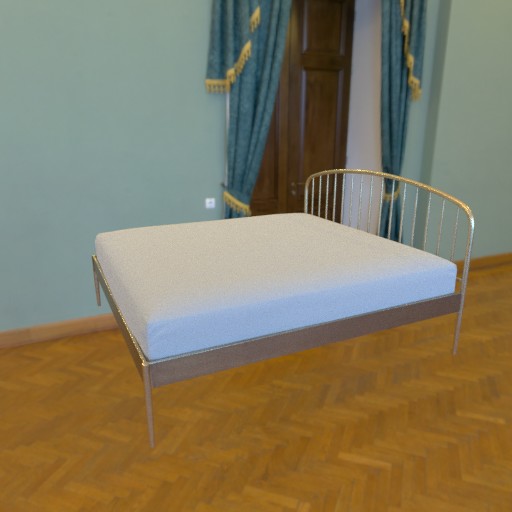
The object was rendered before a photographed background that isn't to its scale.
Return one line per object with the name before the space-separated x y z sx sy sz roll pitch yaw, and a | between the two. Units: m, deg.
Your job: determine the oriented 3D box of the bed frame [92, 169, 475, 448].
bed frame | 0.000 0.000 3.341 2.152 1.174 2.016 -8 18 -25
